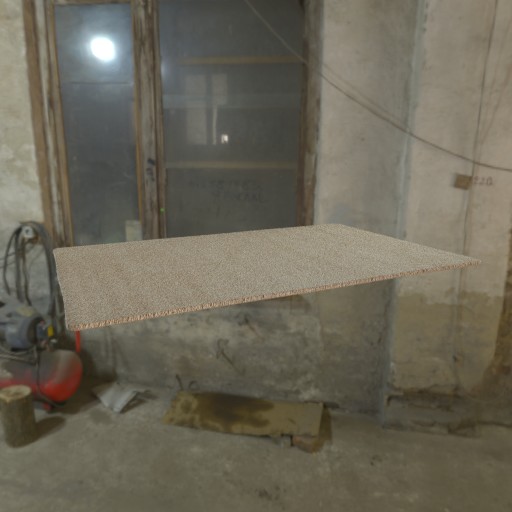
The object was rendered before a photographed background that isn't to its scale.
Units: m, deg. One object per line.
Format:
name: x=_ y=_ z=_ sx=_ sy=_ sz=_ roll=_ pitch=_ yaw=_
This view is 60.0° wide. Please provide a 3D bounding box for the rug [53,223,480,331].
rug: x=0.000 y=0.000 z=2.861 sx=2.349 sy=0.026 sz=1.500 roll=-7 pitch=15 yaw=-25
